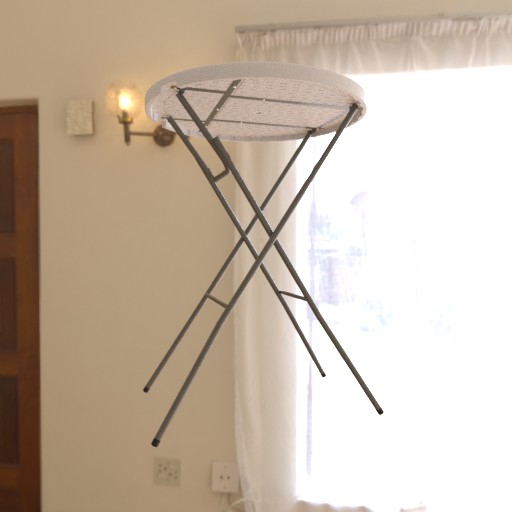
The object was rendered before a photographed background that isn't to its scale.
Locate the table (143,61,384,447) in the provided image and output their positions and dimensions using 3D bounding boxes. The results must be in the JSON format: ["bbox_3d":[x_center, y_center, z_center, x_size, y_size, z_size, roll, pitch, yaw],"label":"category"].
[{"bbox_3d":[0.000,0.000,1.640,0.795,1.105,0.792,0,2,-17],"label":"table"}]
